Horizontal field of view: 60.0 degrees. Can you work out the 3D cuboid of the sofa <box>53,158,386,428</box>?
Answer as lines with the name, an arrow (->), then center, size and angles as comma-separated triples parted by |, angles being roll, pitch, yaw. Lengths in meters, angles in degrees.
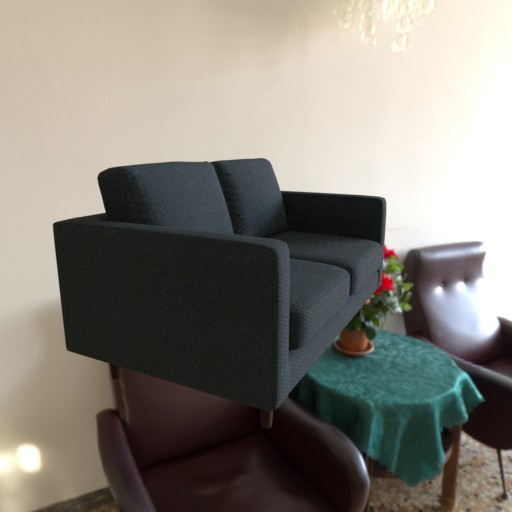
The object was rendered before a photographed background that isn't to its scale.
sofa -> 0.000, 0.000, 2.204 | 0.999, 0.930, 1.518 | 7, 16, 27
